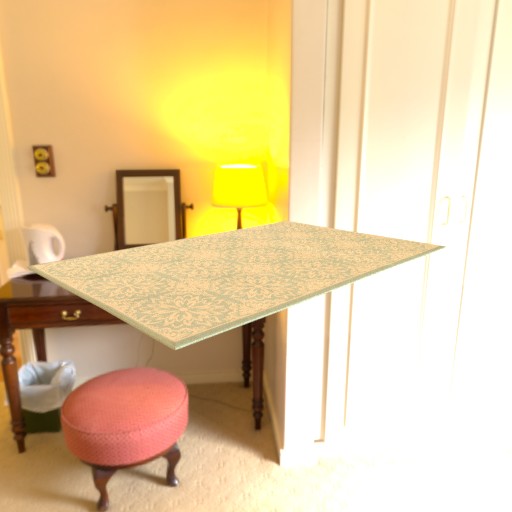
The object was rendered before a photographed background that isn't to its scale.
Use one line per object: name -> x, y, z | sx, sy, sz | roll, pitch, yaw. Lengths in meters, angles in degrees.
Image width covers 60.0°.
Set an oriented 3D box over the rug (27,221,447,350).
rug -> 0.000, 0.000, 3.431 | 2.746, 0.018, 1.819 | -13, 19, -43
